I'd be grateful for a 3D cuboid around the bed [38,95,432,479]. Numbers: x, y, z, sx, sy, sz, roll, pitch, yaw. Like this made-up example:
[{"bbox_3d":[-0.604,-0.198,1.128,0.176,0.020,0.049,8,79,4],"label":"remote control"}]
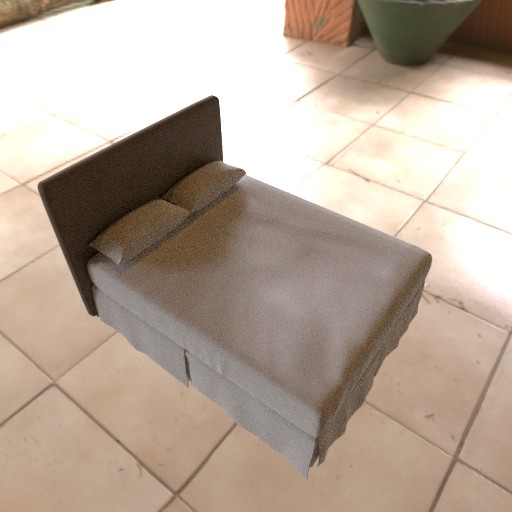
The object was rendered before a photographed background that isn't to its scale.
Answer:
[{"bbox_3d":[0.000,0.000,3.182,2.142,1.330,1.723,27,50,26],"label":"bed"}]
